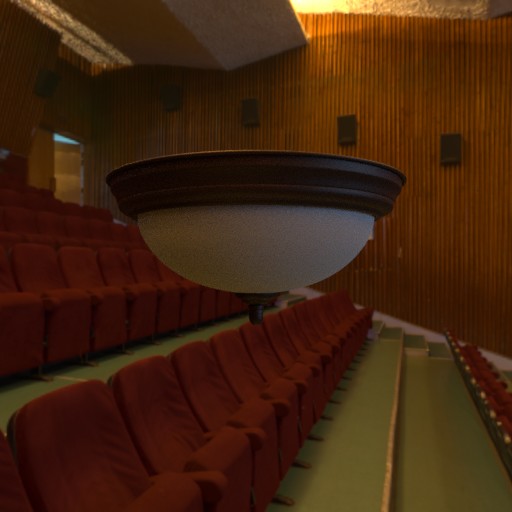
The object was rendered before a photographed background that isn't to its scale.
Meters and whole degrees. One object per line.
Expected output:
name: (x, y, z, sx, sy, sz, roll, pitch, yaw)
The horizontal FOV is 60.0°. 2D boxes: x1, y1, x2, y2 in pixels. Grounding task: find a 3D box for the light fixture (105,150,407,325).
light fixture: (0.000, 0.000, 0.433, 0.280, 0.135, 0.280, 0, -2, 0)
